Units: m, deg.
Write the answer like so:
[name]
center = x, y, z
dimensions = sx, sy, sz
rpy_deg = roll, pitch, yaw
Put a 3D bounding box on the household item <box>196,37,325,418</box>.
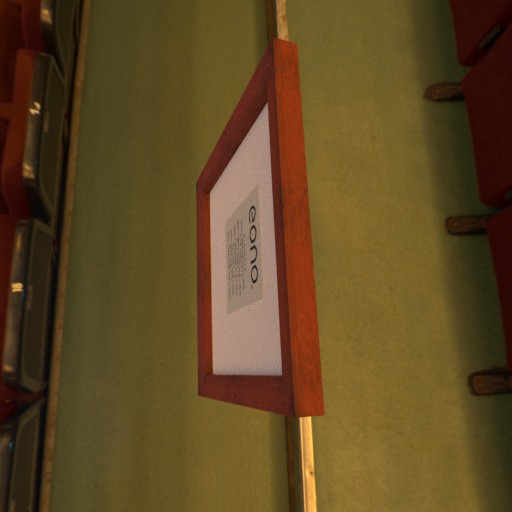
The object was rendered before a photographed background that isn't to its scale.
[household item]
center = 0.000, 0.000, 0.383
dimensions = 0.131, 0.240, 0.240
rpy_deg = -2, 76, -1
